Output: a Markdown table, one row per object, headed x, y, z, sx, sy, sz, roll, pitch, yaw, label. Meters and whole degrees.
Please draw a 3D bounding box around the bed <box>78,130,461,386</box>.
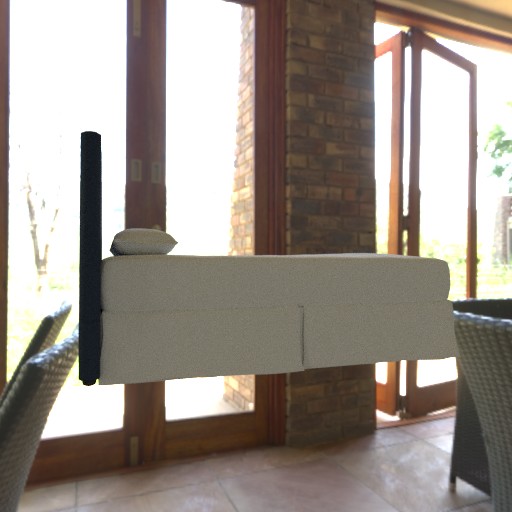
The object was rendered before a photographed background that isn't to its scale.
| x | y | z | sx | sy | sz | roll | pitch | yaw | label |
| --- | --- | --- | --- | --- | --- | --- | --- | --- | --- |
| 0.000 | 0.000 | 3.485 | 2.507 | 1.441 | 1.741 | 0 | -1 | -19 | bed |
